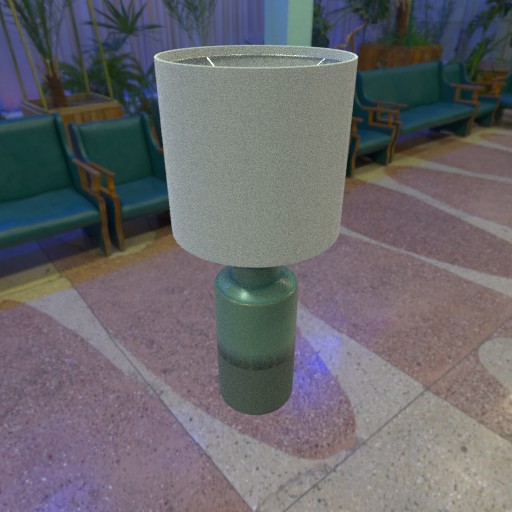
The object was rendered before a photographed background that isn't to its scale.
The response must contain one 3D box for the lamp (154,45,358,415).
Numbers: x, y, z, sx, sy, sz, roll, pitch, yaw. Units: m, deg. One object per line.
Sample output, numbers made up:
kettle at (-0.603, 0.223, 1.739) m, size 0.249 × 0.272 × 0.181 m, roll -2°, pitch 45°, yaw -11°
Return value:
lamp at (0.000, 0.000, 0.592) m, size 0.212 × 0.493 × 0.212 m, roll -20°, pitch 36°, yaw -31°
